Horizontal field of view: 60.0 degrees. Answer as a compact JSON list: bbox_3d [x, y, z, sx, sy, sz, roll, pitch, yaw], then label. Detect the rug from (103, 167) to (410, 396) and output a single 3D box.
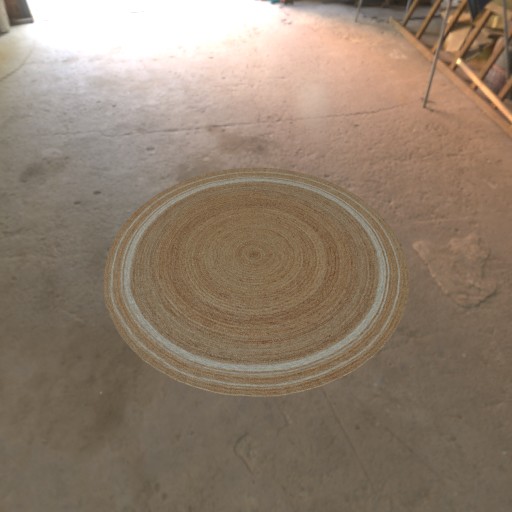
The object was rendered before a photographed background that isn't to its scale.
[{"bbox_3d":[0.000,0.000,3.640,2.444,0.015,2.444,0,47,0],"label":"rug"}]
